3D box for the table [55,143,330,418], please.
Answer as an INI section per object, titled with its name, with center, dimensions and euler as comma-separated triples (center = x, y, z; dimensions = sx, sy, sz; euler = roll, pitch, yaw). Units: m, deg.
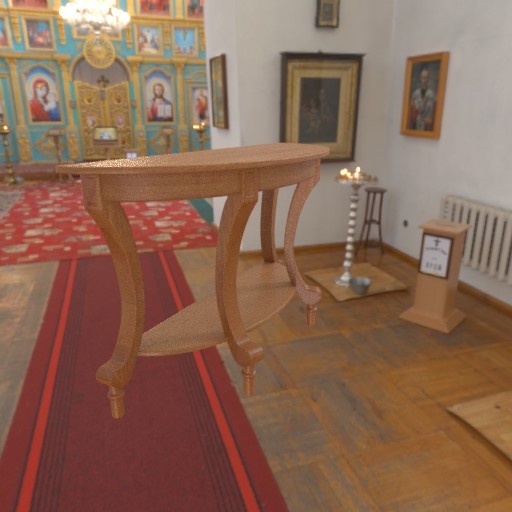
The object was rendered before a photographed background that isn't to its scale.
[table]
center = 0.000, 0.000, 1.514
dimensions = 0.394, 0.692, 1.198
euler = 9, 19, 26
